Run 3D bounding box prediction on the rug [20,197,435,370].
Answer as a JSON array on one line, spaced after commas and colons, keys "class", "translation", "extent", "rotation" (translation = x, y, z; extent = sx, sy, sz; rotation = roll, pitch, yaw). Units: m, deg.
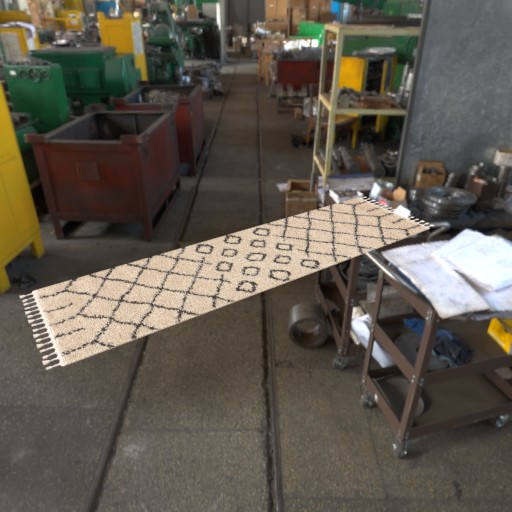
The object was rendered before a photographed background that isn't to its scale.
[{"class": "rug", "translation": [0.000, 0.000, 2.616], "extent": [2.464, 0.005, 0.660], "rotation": [-18, 34, -29]}]
